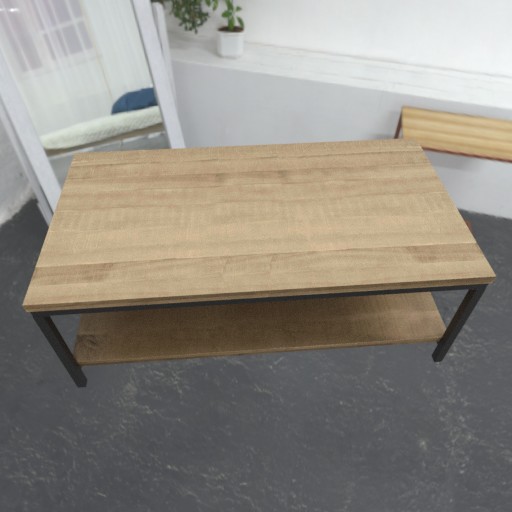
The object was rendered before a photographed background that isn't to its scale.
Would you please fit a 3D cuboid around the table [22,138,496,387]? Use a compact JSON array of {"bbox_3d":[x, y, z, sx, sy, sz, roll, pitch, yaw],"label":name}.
[{"bbox_3d":[0.000,0.000,1.327,1.062,0.393,0.574,-3,47,-3],"label":"table"}]
